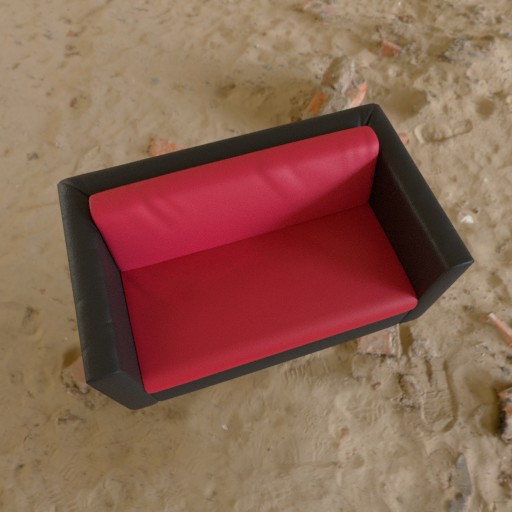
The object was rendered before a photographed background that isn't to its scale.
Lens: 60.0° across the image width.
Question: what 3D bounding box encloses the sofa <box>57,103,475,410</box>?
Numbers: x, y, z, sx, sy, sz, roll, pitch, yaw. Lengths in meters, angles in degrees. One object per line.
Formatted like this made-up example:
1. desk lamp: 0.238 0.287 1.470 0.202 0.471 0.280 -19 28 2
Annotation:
1. sofa: 0.000 0.000 1.945 1.410 0.735 0.845 -16 64 -8
